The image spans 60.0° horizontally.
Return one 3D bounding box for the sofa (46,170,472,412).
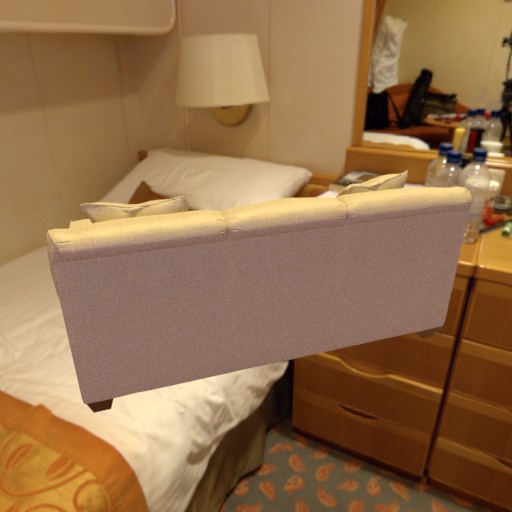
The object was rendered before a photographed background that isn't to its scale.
[{"bbox_3d":[0.000,0.000,2.555,2.024,0.958,0.997,-8,27,-16],"label":"sofa"}]
